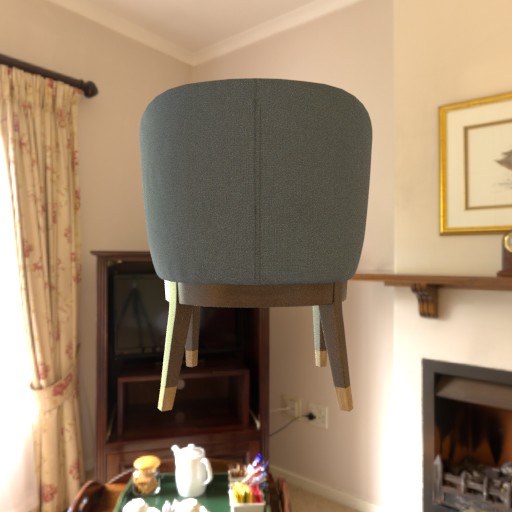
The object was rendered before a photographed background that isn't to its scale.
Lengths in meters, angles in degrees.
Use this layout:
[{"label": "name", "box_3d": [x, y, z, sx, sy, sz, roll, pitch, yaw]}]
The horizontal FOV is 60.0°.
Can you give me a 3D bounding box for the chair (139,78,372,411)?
[{"label": "chair", "box_3d": [0.000, 0.000, 1.286, 0.661, 0.760, 0.702, 0, -1, 0]}]
